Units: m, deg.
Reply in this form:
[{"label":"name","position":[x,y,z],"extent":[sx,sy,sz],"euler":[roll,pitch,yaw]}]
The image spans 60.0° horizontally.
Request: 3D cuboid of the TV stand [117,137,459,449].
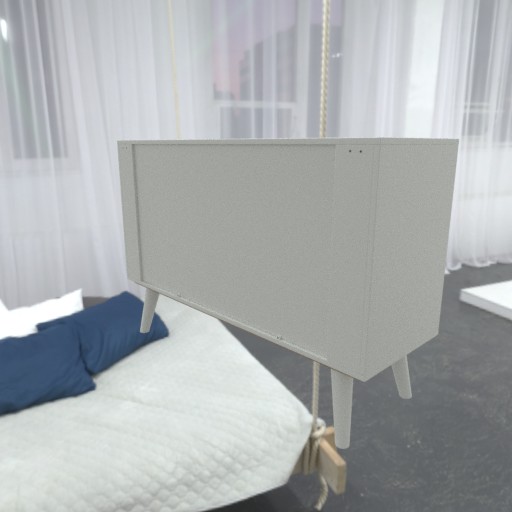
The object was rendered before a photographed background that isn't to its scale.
[{"label":"TV stand","position":[0.000,0.000,1.599],"extent":[0.406,0.812,1.193],"euler":[-13,19,-42]}]
